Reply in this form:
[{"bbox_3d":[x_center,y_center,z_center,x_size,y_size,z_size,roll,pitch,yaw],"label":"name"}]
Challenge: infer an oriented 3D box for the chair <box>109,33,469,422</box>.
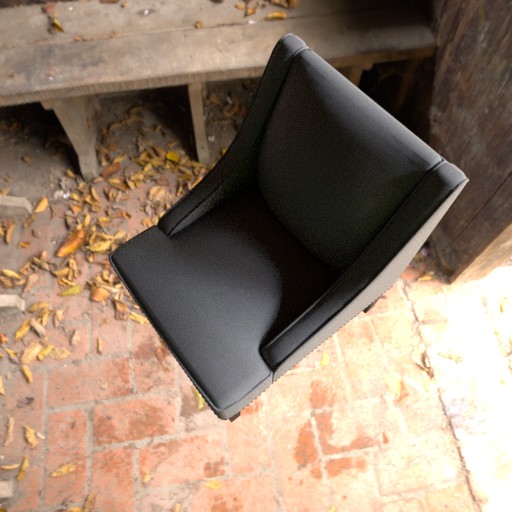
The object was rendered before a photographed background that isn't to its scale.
[{"bbox_3d":[0.000,0.000,1.373,0.747,0.867,0.631,-35,69,-16],"label":"chair"}]
